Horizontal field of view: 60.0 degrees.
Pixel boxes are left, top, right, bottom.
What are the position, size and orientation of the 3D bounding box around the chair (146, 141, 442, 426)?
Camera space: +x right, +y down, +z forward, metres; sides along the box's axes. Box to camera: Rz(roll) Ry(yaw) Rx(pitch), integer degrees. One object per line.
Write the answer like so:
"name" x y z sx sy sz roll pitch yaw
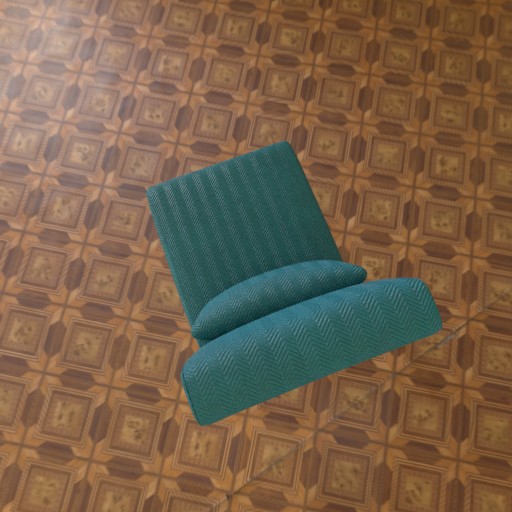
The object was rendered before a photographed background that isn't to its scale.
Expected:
"chair" 0.000 0.000 1.436 0.579 0.927 0.808 -20 76 -5
